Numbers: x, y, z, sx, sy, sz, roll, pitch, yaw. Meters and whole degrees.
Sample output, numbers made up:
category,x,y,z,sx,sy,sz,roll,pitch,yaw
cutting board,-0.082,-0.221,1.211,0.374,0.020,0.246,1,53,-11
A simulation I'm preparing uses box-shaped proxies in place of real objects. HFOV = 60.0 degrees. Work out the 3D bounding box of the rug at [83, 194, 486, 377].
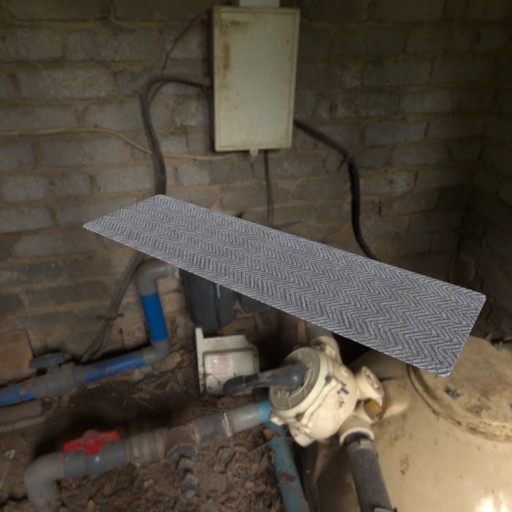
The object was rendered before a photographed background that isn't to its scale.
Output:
category,x,y,z,sx,sy,sz,roll,pitch,yaw
rug,0.000,0.000,2.503,2.286,0.008,0.686,20,35,31
